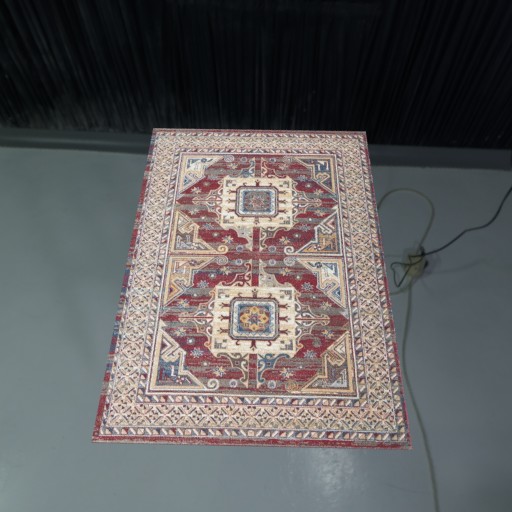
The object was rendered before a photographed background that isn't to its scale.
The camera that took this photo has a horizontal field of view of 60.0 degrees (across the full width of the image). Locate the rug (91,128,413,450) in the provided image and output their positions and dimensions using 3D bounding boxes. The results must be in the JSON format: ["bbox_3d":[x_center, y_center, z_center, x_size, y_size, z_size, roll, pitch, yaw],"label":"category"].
[{"bbox_3d":[0.000,0.000,2.776,1.599,0.011,2.210,1,59,1],"label":"rug"}]
